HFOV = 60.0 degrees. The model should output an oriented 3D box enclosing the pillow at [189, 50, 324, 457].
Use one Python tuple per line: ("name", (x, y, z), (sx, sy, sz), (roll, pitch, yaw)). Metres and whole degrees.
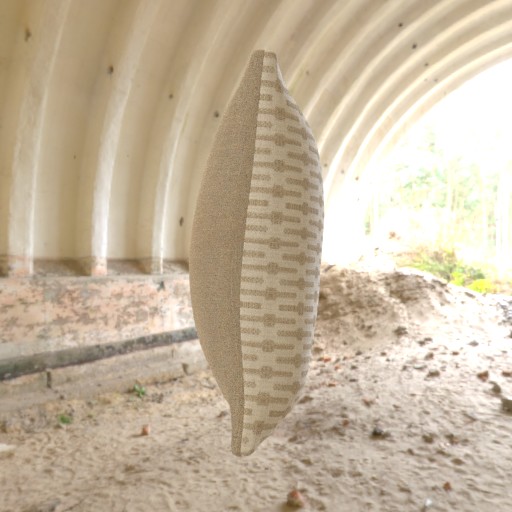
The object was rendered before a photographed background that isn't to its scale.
("pillow", (0.000, 0.000, 0.774), (0.219, 0.491, 0.496), (0, -2, 0))
